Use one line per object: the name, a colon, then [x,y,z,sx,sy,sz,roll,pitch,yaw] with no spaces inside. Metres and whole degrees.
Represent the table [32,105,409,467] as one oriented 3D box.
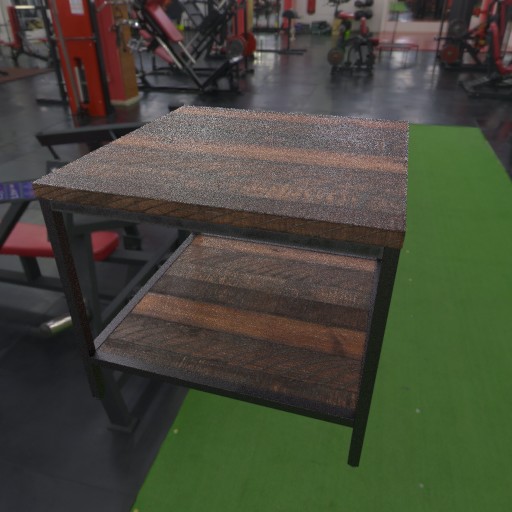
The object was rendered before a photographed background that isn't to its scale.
table: [0.000,0.000,0.956,0.548,0.482,0.553,9,32,14]
